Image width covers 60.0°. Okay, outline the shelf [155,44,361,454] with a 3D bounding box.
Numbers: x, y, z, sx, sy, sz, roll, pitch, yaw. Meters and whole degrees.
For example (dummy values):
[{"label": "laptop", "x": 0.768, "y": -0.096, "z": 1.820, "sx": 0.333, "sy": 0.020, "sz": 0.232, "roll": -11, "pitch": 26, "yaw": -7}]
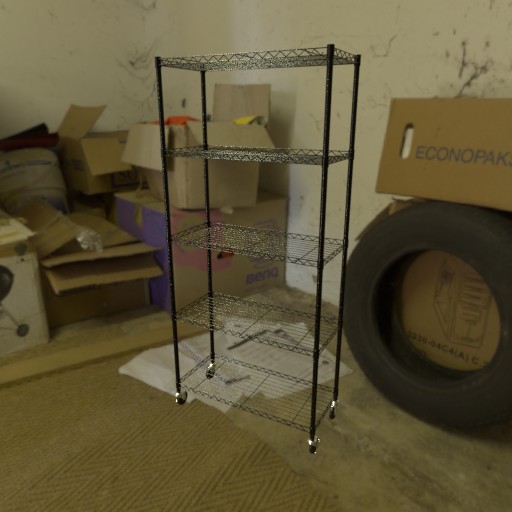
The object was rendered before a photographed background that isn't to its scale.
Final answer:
[{"label": "shelf", "x": 0.000, "y": 0.000, "z": 1.986, "sx": 0.762, "sy": 1.645, "sz": 0.356, "roll": 9, "pitch": 20, "yaw": 27}]
